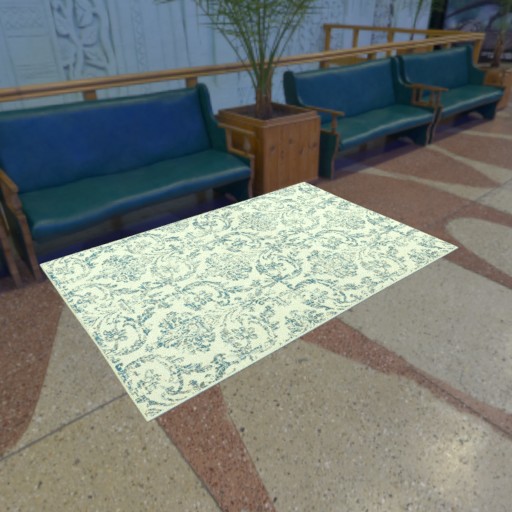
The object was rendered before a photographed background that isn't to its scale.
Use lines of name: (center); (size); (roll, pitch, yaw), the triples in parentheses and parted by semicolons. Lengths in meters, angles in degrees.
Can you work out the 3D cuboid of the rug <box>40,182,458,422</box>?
rug: (0.000, 0.000, 3.474); (2.746, 0.018, 1.819); (-22, 37, -32)
